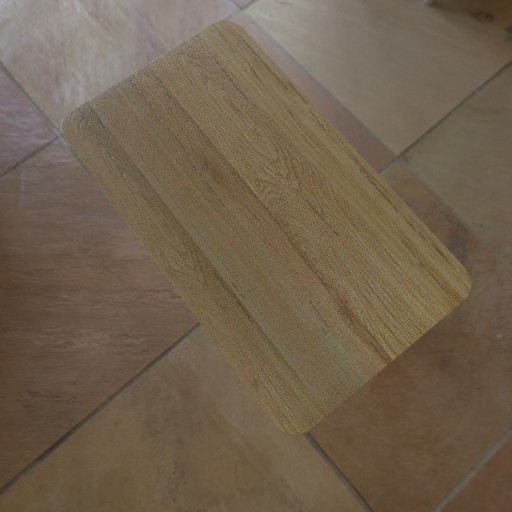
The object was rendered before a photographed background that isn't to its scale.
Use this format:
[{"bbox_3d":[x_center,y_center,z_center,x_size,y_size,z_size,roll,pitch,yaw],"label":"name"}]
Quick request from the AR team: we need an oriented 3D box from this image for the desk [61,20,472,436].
[{"bbox_3d":[0.000,0.000,1.222,0.440,0.790,0.760,-37,77,-9],"label":"desk"}]
